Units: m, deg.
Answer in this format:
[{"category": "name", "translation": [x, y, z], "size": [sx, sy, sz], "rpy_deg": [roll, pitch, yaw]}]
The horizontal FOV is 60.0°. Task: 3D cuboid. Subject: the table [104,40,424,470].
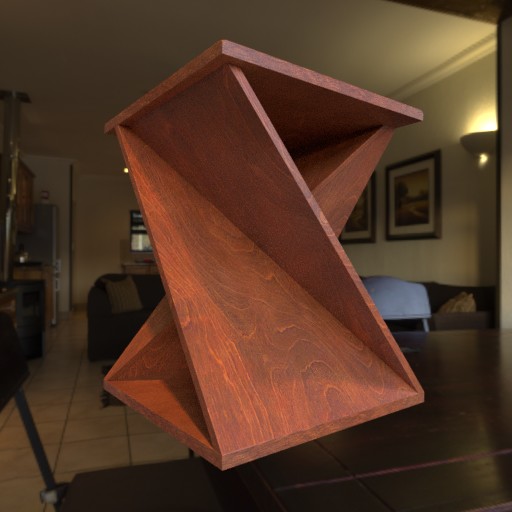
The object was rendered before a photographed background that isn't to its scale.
[{"category": "table", "translation": [0.000, 0.000, 0.832], "size": [0.427, 0.520, 0.427], "rpy_deg": [0, -1, -37]}]
